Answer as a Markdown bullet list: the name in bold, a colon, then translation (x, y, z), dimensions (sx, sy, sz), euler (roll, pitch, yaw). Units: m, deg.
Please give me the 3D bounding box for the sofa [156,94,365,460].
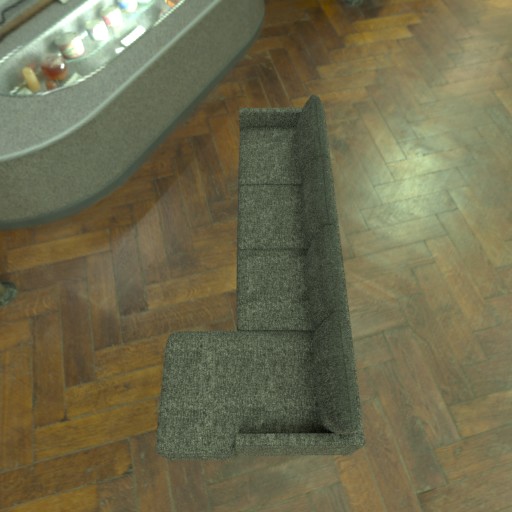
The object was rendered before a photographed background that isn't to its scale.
- **sofa**: translation (0.000, 0.000, 4.089), dimensions (1.488, 0.970, 3.384), euler (0, 60, 0)
